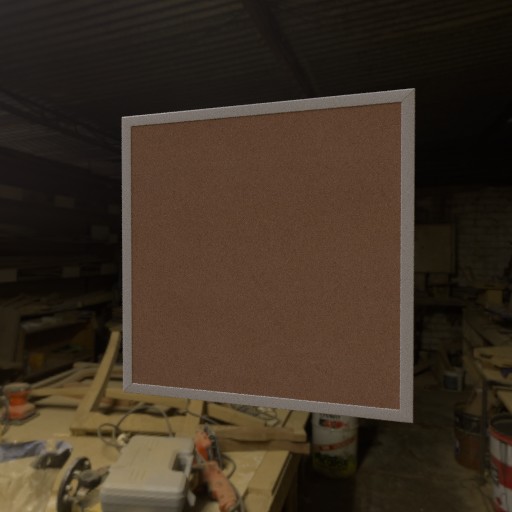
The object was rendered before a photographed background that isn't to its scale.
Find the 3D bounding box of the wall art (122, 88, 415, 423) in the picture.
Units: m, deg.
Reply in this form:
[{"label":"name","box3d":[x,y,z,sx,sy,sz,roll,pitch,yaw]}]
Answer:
[{"label":"wall art","box3d":[0.000,0.000,1.133,0.760,0.760,0.036,0,1,17]}]
